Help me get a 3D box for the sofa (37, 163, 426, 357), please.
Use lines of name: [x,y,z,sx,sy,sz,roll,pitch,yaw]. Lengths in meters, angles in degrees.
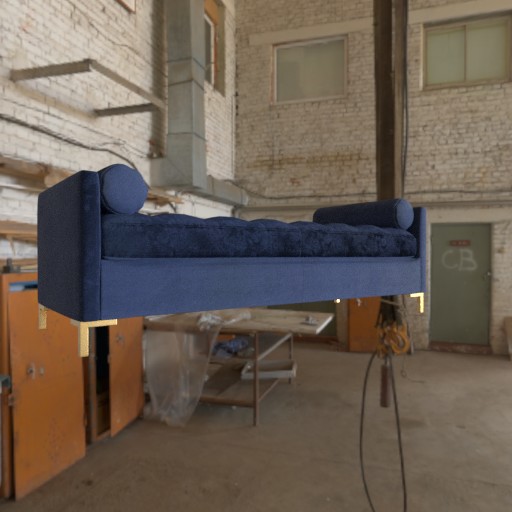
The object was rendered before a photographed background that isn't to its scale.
sofa: [0.000,0.000,2.454,2.102,0.705,0.796,0,0,-36]
